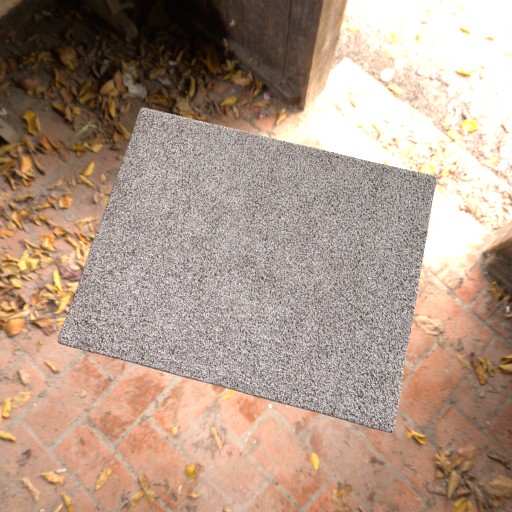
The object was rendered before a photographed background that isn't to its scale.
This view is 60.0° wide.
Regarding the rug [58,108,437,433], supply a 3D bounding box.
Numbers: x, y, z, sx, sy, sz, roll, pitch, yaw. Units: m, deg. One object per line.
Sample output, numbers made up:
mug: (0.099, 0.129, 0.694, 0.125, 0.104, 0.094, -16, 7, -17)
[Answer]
rug: (0.000, 0.000, 4.148, 3.047, 0.029, 2.438, 14, 77, 3)
